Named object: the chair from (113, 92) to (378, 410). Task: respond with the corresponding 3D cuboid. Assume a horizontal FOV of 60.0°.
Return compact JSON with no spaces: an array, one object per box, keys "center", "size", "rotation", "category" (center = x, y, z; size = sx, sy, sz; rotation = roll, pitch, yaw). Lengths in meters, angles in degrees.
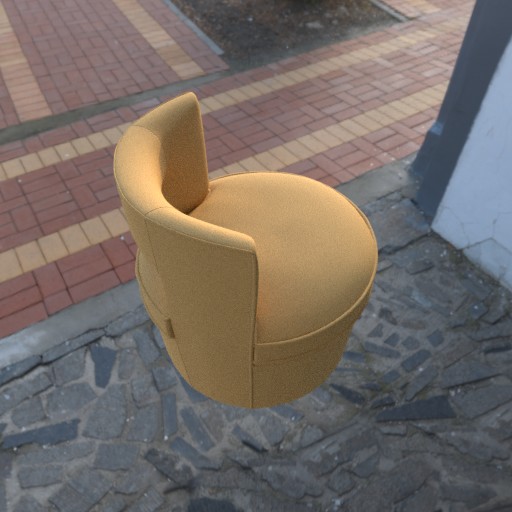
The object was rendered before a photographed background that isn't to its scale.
[{"center":[0.000,0.000,1.251],"size":[0.665,0.723,0.650],"rotation":[-12,48,-11],"category":"chair"}]
